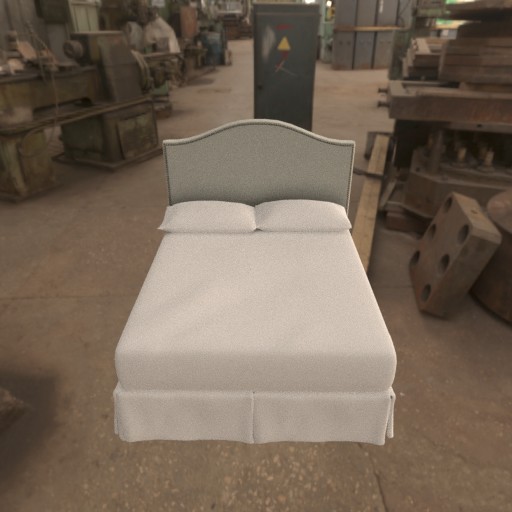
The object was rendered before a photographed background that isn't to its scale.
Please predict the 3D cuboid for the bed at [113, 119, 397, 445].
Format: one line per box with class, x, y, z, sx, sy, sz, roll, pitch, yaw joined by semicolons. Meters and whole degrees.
bed;0.000;0.000;3.395;1.813;1.607;2.180;0;29;1
